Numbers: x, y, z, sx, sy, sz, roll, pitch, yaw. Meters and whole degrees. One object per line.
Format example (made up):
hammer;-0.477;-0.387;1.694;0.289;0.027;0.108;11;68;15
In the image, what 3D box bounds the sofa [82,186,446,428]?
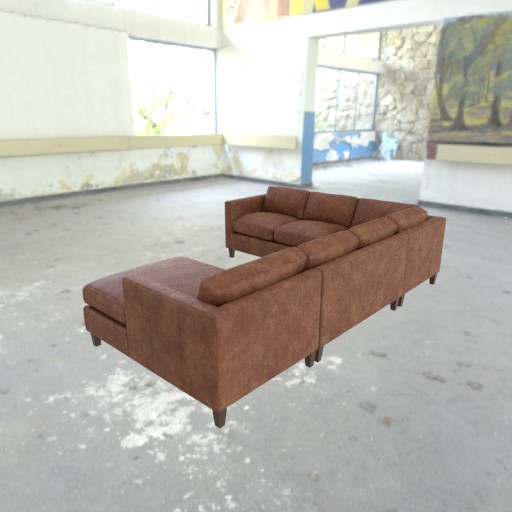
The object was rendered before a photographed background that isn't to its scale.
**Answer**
sofa;0.000;0.000;4.401;2.452;0.888;3.324;15;23;40
